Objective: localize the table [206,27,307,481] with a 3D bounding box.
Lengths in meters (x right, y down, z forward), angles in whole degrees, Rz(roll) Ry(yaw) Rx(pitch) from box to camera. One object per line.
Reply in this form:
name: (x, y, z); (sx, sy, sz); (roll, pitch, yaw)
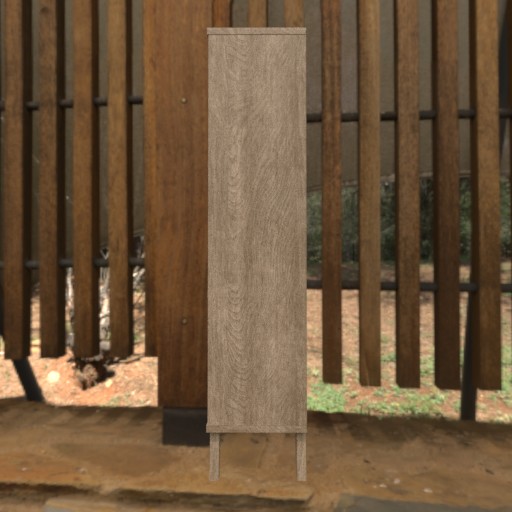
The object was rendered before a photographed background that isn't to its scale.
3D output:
table: (0.000, 0.000, 1.559); (0.256, 1.135, 0.902); (0, -1, 0)
